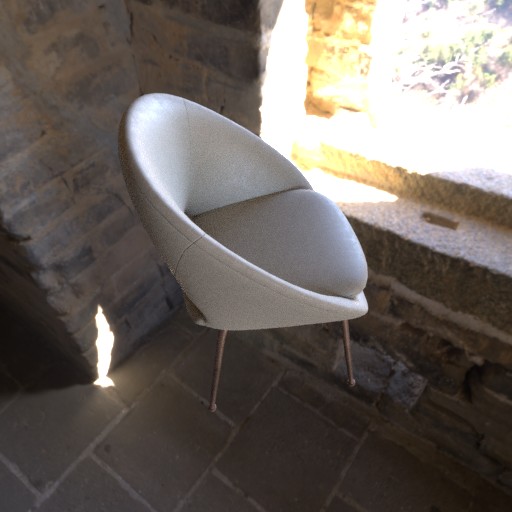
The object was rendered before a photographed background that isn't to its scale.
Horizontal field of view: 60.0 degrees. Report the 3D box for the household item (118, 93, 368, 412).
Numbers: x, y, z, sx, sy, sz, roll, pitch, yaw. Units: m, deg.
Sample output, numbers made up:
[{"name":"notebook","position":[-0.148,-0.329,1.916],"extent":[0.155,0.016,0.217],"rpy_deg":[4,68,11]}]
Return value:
[{"name":"household item","position":[0.000,0.000,1.222],"extent":[0.573,0.852,0.623],"rpy_deg":[-8,47,-7]}]
